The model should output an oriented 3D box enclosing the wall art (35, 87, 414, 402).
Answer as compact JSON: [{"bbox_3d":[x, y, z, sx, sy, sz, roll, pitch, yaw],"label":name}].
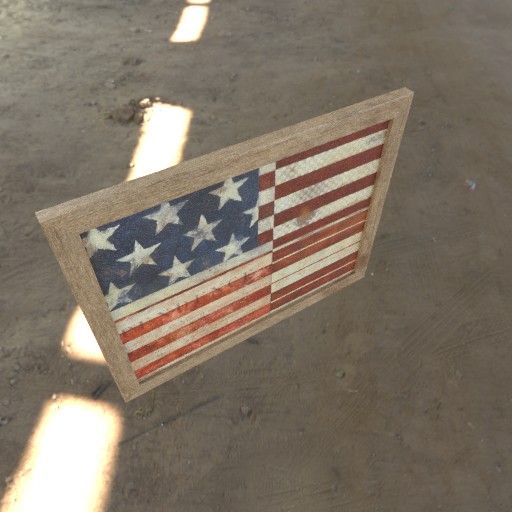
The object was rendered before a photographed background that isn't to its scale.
[{"bbox_3d":[0.000,0.000,0.913,0.690,0.535,0.026,-24,51,-21],"label":"wall art"}]
